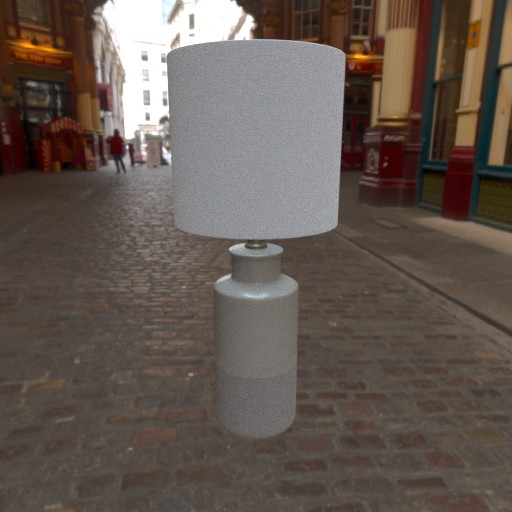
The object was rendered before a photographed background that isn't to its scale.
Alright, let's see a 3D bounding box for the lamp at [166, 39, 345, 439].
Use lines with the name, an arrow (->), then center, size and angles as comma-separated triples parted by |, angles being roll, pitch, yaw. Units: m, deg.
lamp -> 0.000, 0.000, 0.597 | 0.212, 0.493, 0.212 | -3, 15, -10
